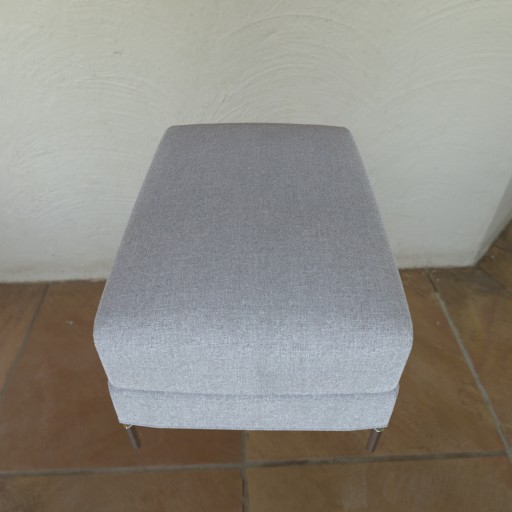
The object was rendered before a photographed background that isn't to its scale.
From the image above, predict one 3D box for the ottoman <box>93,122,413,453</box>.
[{"bbox_3d":[0.000,0.000,1.151,0.584,0.457,0.838,1,42,1],"label":"ottoman"}]
